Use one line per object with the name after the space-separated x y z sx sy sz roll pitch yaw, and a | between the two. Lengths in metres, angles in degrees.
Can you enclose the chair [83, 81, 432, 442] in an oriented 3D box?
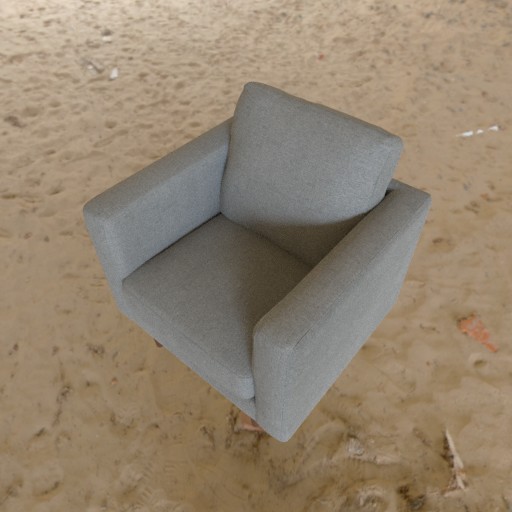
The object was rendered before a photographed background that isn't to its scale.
0.000 0.000 1.573 0.855 0.927 0.800 31 54 27 | chair
